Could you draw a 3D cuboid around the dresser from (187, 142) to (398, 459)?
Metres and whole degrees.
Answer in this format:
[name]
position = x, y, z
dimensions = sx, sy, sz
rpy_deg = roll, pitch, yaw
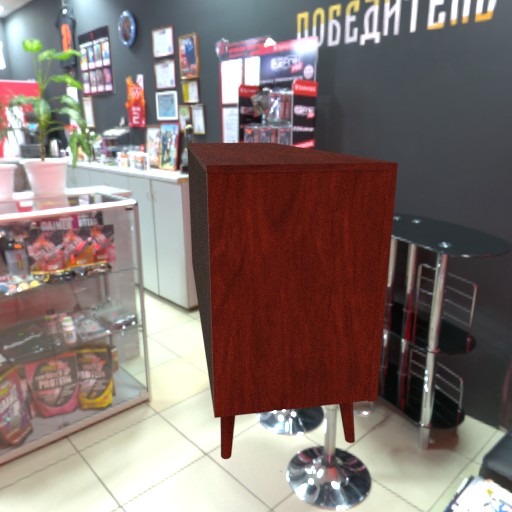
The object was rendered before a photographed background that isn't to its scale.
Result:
[dresser]
position = 0.000, 0.000, 1.894
dimensions = 0.500, 0.889, 1.472
rpy_deg = -3, 17, -10
